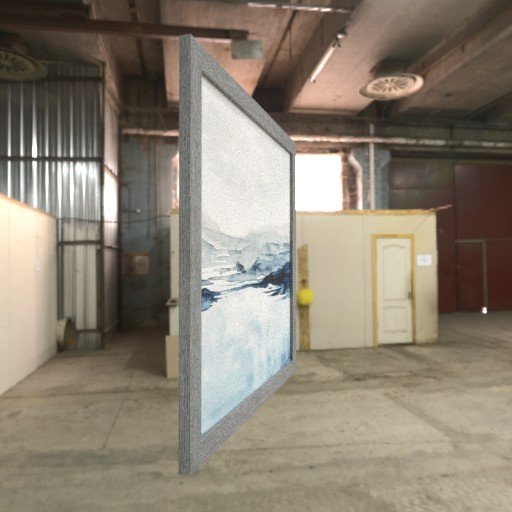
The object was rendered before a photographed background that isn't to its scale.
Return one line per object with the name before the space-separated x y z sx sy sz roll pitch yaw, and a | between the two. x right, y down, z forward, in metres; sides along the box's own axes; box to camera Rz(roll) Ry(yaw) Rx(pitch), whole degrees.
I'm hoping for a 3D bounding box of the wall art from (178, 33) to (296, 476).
wall art | 0.000 0.000 1.012 0.020 0.685 0.685 0 -1 19
